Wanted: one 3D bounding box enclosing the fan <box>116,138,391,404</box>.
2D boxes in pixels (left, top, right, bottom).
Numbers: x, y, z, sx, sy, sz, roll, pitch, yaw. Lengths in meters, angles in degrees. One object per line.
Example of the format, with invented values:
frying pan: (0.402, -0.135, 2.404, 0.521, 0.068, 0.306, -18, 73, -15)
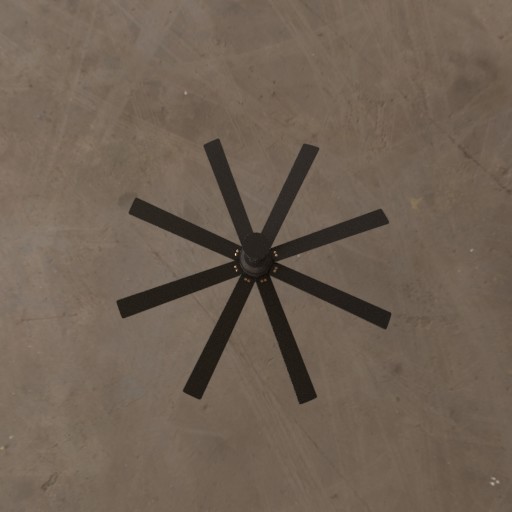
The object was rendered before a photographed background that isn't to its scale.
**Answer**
fan: (0.000, 0.000, 2.730, 1.830, 0.472, 1.830, -19, 76, -5)
